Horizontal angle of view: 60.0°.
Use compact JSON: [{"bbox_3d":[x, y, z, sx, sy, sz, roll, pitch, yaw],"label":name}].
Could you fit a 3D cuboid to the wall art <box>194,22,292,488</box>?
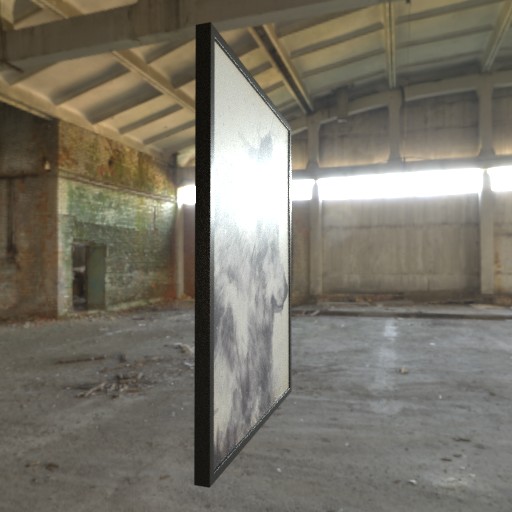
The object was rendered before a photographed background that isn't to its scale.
[{"bbox_3d":[0.000,0.000,1.398,0.039,1.061,0.804,0,-1,18],"label":"wall art"}]
